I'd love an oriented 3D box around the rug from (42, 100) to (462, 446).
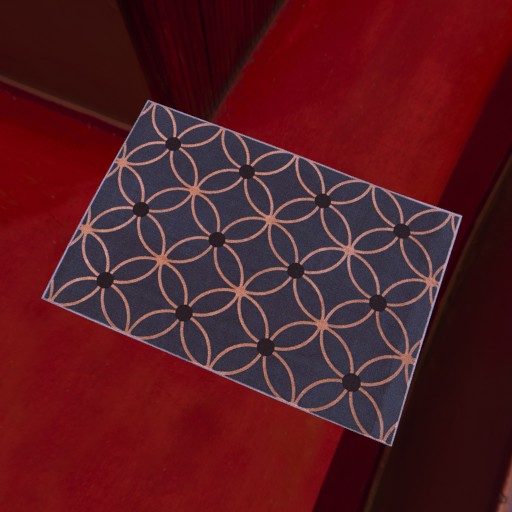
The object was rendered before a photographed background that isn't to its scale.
[{"bbox_3d":[0.000,0.000,2.821,2.284,0.008,1.522,21,76,5],"label":"rug"}]
